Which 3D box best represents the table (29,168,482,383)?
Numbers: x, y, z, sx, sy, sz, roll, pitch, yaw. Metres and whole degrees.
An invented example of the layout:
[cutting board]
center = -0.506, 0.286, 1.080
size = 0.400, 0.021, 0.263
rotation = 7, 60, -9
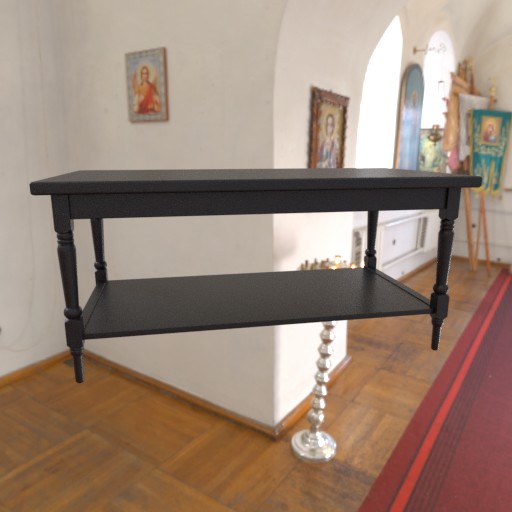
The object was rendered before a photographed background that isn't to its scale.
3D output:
[table]
center = 0.000, 0.000, 1.383
size = 1.107, 0.510, 0.550
rotation = -3, 14, -11
